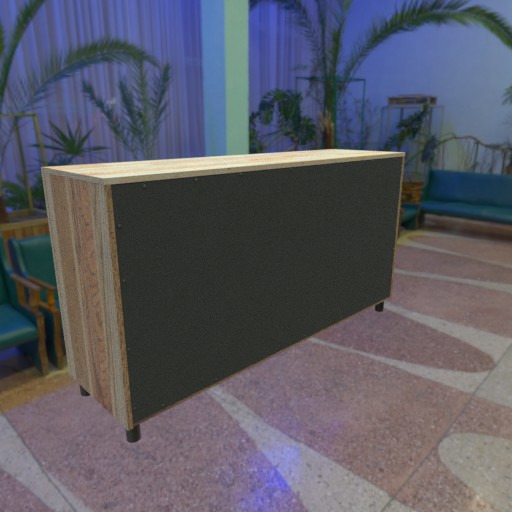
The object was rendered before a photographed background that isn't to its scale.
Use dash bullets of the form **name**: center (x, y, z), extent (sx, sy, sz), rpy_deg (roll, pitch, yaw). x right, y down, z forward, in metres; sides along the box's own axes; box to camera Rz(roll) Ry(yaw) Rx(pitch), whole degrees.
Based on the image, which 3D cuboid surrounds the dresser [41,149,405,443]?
- **dresser**: center (0.000, 0.000, 1.926), extent (1.547, 0.834, 0.487), rpy_deg (-15, 22, -42)
